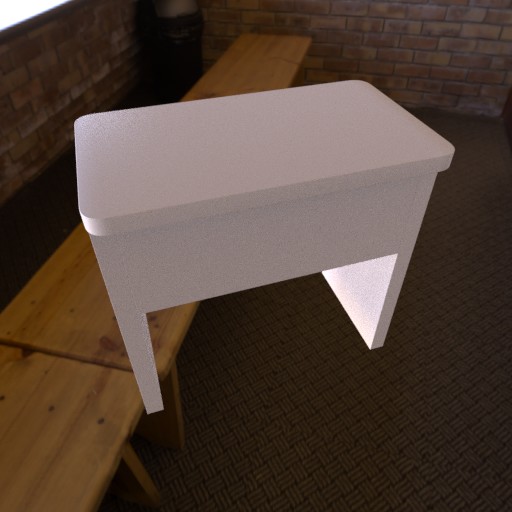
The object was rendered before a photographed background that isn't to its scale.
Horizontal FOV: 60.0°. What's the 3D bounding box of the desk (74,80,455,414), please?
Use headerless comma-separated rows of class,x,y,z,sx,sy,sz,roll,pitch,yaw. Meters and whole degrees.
desk,0.000,0.000,1.272,0.790,0.760,0.446,-12,44,-13
